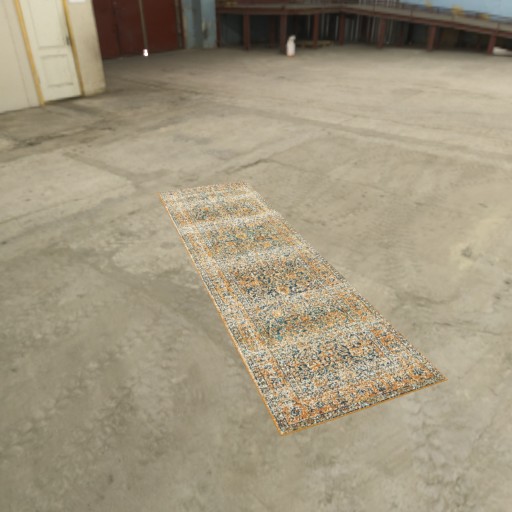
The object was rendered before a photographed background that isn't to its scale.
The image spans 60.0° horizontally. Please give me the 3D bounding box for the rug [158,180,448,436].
[{"bbox_3d":[0.000,0.000,2.521,0.704,0.014,2.294,-11,32,-18],"label":"rug"}]
